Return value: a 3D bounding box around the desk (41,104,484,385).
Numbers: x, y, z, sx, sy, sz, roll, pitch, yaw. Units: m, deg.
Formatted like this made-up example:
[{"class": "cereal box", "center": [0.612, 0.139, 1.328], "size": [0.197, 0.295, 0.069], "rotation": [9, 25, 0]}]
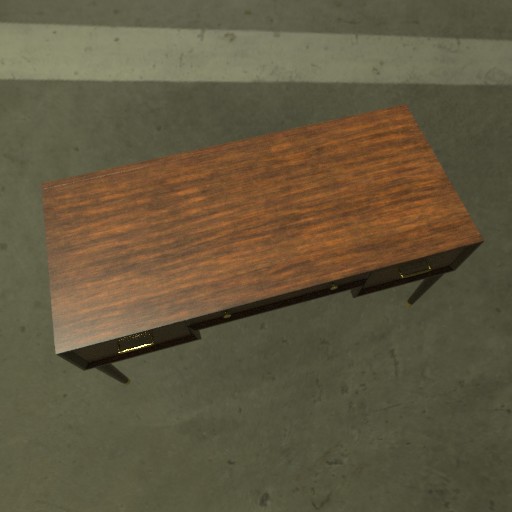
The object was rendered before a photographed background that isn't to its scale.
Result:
[{"class": "desk", "center": [0.000, 0.000, 2.050], "size": [1.575, 0.762, 0.724], "rotation": [-14, 65, -7]}]
